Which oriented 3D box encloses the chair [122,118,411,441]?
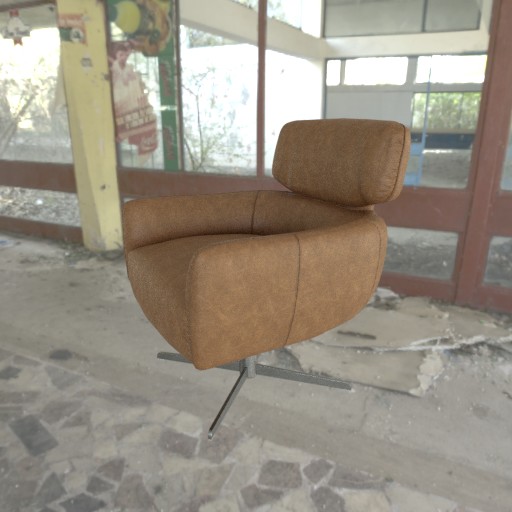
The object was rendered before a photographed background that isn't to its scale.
[{"bbox_3d":[0.000,0.000,1.366,0.715,0.812,0.706,-9,19,-27],"label":"chair"}]
